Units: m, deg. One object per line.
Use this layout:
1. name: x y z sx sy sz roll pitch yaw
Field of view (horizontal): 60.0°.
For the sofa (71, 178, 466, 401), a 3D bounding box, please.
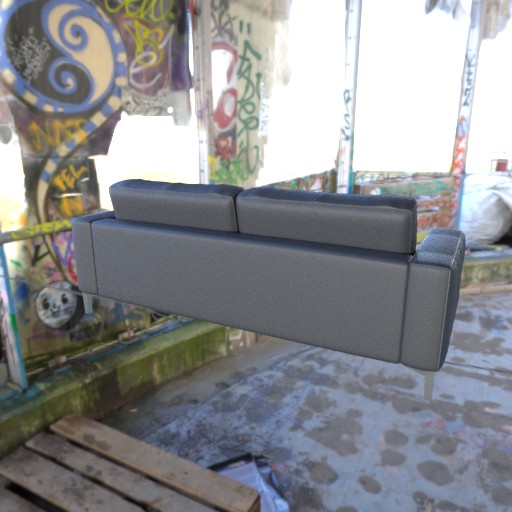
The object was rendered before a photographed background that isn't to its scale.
1. sofa: 0.000 0.000 2.706 2.275 0.893 0.833 8 18 26
